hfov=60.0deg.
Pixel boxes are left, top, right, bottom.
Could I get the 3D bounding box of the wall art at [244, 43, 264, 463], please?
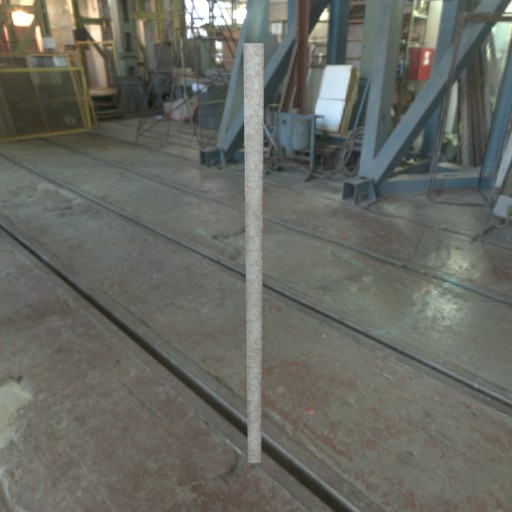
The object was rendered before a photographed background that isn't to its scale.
[{"bbox_3d":[0.000,0.000,1.697,0.051,1.461,0.648,0,25,1],"label":"wall art"}]
